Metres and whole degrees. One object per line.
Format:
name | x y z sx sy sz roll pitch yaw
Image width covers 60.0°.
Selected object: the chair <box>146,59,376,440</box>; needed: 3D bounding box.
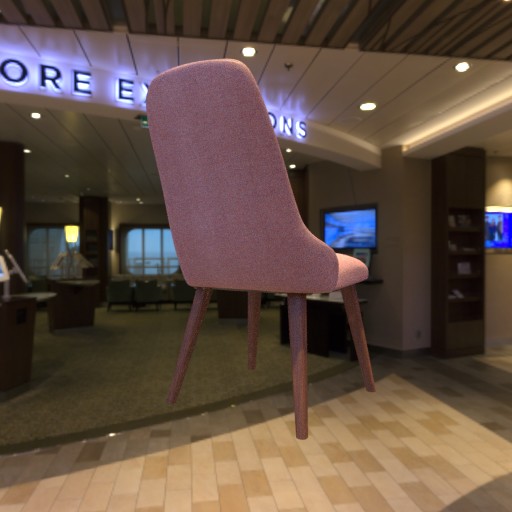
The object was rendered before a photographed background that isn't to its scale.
chair | 0.000 0.000 1.360 0.535 0.918 0.707 0 1 35
